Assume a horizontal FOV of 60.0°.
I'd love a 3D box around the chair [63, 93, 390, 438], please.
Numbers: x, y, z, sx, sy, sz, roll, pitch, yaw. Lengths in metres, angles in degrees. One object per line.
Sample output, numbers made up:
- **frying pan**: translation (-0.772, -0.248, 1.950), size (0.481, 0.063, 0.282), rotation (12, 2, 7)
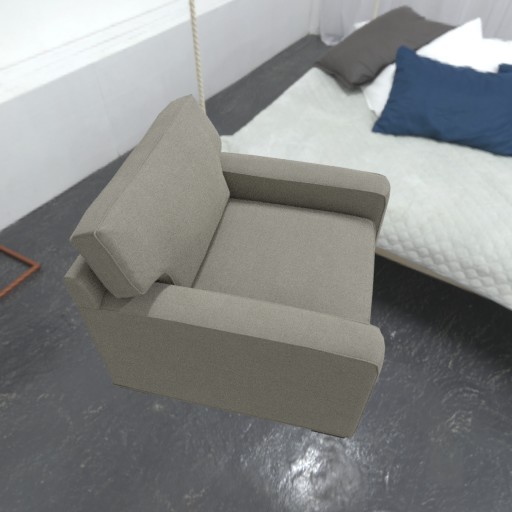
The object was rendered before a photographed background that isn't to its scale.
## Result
- **chair**: translation (0.000, 0.000, 1.851), size (1.044, 0.934, 0.999), rotation (10, 47, 9)
